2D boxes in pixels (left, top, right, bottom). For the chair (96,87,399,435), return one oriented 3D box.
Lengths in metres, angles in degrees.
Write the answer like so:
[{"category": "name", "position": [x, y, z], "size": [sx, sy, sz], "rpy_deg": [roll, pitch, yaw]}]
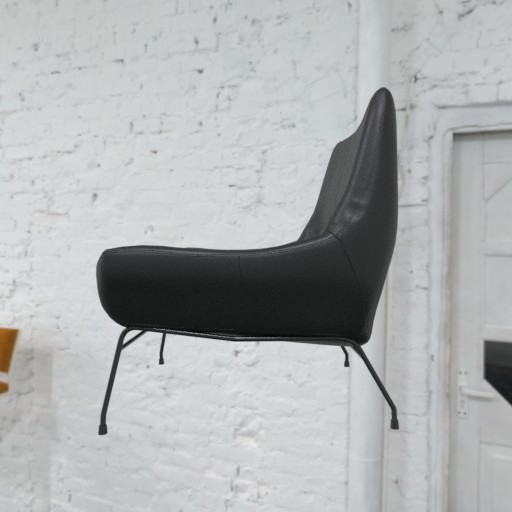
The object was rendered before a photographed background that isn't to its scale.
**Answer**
[{"category": "chair", "position": [0.000, 0.000, 1.513], "size": [0.826, 0.922, 0.836], "rpy_deg": [0, 1, 0]}]
